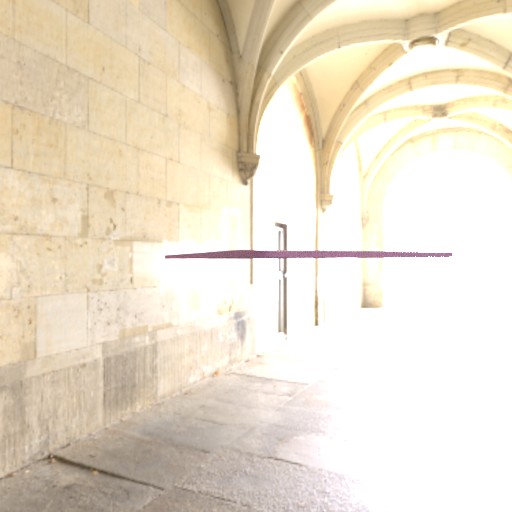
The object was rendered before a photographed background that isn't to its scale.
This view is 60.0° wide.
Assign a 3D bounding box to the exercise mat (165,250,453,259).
[{"bbox_3d":[0.000,0.000,2.041,0.616,0.021,1.869,0,0,-19],"label":"exercise mat"}]
